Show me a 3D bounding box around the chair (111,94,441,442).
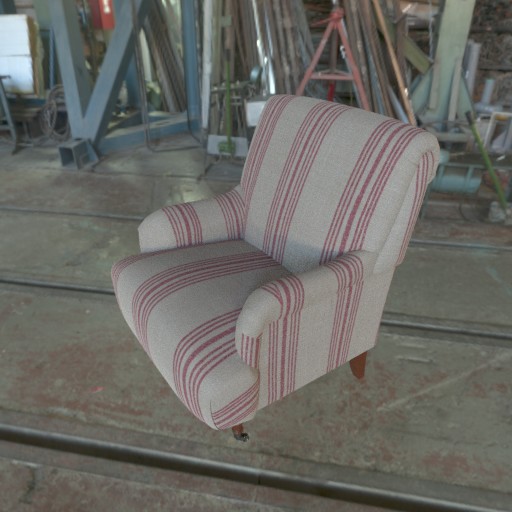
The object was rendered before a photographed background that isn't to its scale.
[{"bbox_3d":[0.000,0.000,1.843,1.058,1.123,0.933,-19,35,-30],"label":"chair"}]
